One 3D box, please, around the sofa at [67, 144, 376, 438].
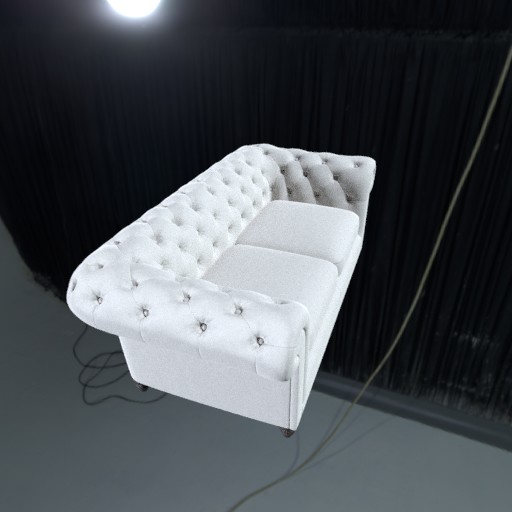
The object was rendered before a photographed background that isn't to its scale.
[{"bbox_3d":[0.000,0.000,2.471,0.986,0.764,1.998,11,32,18],"label":"sofa"}]
